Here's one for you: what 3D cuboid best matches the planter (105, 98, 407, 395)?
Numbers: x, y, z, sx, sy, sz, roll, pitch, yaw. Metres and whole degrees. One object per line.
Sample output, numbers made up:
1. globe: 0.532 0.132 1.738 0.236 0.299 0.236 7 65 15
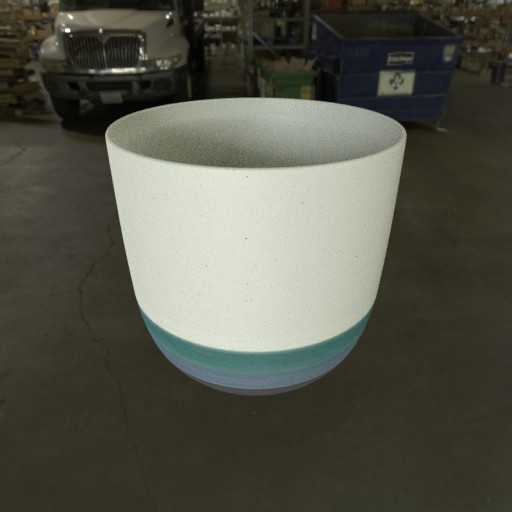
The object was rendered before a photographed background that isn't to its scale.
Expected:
1. planter: 0.000 0.000 0.364 0.204 0.214 0.204 0 29 0
